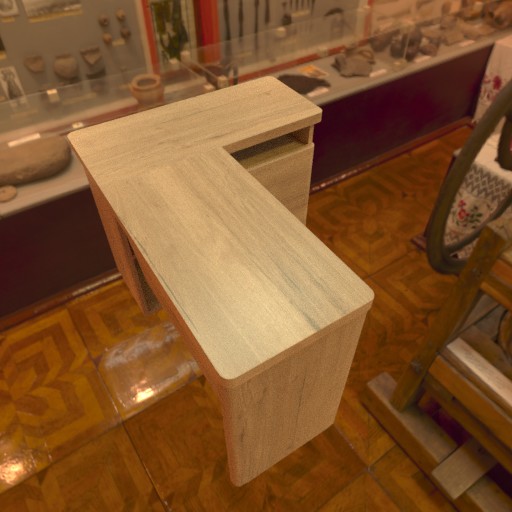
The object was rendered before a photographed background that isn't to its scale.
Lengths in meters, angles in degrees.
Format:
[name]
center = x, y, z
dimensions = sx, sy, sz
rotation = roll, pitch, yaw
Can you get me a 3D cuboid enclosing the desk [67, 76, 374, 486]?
[desk]
center = 0.000, 0.000, 1.713
dimensions = 0.900, 0.760, 1.169
rotation = -25, 51, -22
